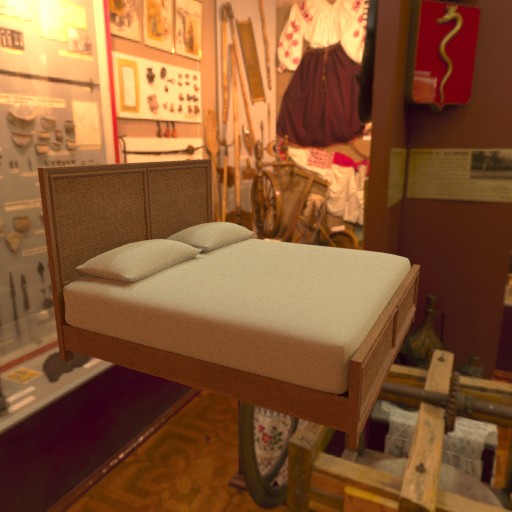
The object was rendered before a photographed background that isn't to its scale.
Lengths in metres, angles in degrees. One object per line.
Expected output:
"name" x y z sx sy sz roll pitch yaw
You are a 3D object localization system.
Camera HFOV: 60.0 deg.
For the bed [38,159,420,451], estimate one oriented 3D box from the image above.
"bed" 0.000 0.000 3.446 2.184 1.387 2.003 7 16 27
